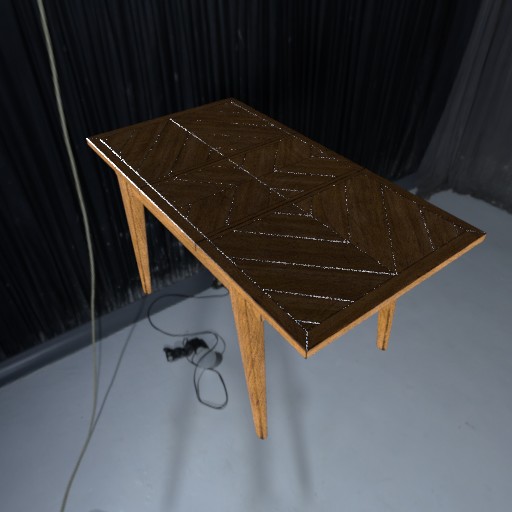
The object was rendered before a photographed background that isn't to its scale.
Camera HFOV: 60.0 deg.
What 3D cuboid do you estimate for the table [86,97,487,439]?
[{"bbox_3d":[0.000,0.000,1.887,0.757,0.760,1.400,-26,47,-27],"label":"table"}]
